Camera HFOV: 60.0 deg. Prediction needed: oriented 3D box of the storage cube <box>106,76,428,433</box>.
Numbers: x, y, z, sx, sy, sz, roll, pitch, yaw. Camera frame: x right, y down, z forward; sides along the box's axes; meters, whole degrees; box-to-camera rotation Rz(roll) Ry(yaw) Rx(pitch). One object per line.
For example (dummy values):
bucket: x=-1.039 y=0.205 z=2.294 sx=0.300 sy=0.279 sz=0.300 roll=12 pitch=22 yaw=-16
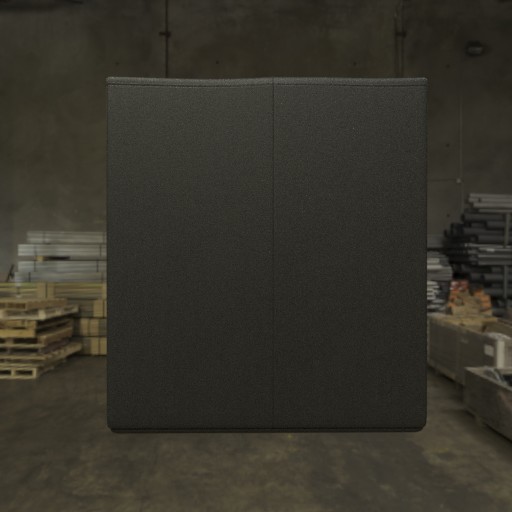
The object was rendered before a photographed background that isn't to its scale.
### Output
storage cube: x=0.000 y=0.000 z=0.477 sx=0.270 sy=0.280 sz=0.270 roll=0 pitch=0 yaw=-1
